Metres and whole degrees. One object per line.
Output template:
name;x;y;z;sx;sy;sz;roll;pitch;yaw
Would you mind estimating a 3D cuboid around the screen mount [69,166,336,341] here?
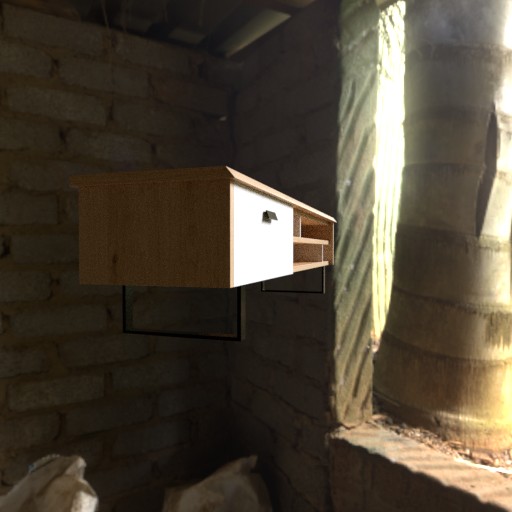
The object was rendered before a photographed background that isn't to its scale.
screen mount;0.000;0.000;1.870;0.450;0.430;1.700;0;1;18
